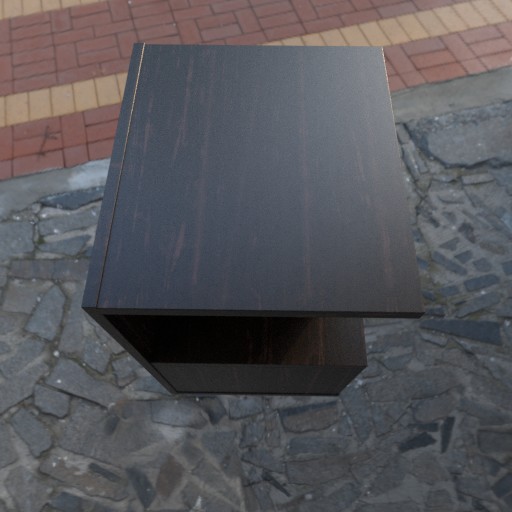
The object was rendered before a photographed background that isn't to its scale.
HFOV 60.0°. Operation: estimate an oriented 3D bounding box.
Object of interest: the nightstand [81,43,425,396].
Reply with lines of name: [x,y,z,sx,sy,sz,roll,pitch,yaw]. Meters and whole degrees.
nightstand: [0.000,0.000,0.795,0.356,0.559,0.400,1,64,0]
